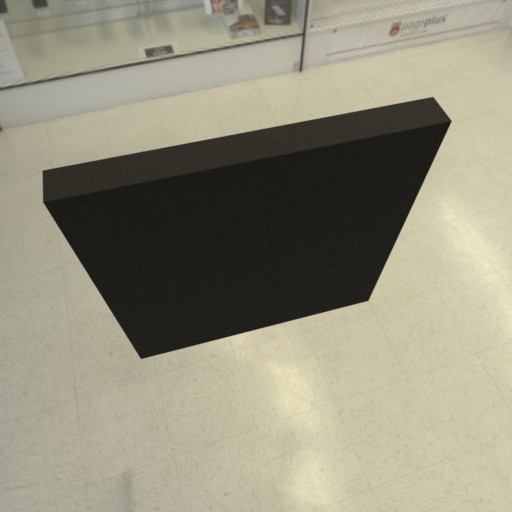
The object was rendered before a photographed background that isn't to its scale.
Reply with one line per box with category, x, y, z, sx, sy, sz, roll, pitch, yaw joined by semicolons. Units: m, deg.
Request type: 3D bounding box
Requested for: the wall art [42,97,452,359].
wall art;0.000;0.000;0.458;0.308;0.305;0.030;-13;58;-8
